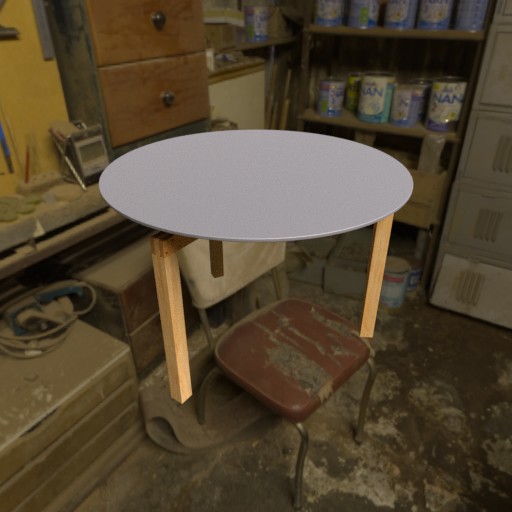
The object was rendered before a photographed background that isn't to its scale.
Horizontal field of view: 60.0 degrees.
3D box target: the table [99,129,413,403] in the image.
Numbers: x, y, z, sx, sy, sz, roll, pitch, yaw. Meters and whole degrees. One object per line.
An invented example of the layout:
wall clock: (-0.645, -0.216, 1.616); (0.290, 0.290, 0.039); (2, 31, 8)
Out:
table: (0.000, 0.000, 0.986); (0.600, 0.405, 0.600); (0, 30, 0)
